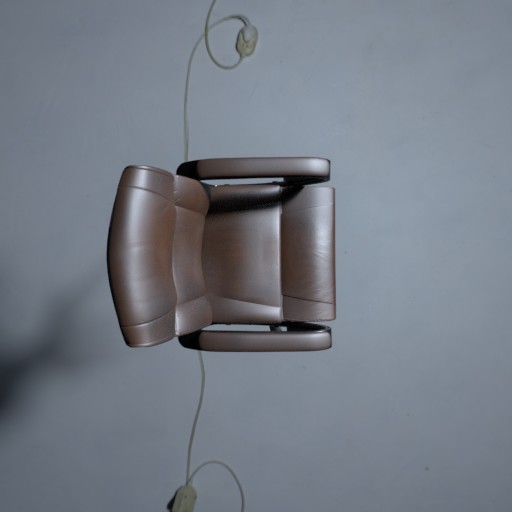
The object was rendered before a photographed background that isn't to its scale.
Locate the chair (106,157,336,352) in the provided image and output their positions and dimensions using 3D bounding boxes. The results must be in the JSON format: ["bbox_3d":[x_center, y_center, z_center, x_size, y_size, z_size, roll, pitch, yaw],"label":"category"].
[{"bbox_3d":[0.000,0.000,1.528,0.717,1.004,0.739,0,90,-1],"label":"chair"}]
